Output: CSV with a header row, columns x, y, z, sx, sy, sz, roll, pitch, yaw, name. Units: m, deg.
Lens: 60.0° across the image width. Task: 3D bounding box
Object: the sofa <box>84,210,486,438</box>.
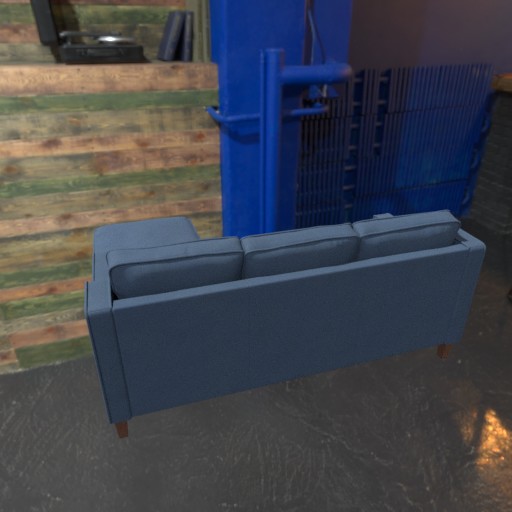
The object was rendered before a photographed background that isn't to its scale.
x,y,z,sx,sy,sz,roll,pitch,yaw,name
0.000,0.000,3.279,2.317,1.066,1.858,-9,29,-16,sofa
